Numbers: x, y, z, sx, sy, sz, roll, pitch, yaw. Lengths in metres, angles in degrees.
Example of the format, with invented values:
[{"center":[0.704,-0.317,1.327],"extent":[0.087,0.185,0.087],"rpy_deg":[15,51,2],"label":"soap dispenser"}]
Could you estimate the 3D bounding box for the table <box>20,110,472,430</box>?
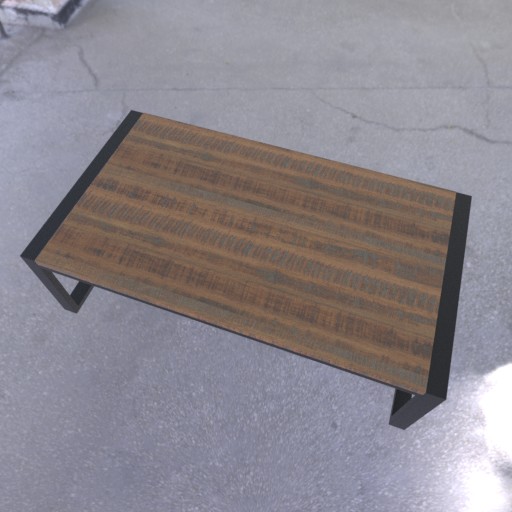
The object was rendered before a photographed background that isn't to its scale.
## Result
[{"center":[0.000,0.000,1.663],"extent":[1.350,0.400,0.750],"rpy_deg":[17,59,10],"label":"table"}]
